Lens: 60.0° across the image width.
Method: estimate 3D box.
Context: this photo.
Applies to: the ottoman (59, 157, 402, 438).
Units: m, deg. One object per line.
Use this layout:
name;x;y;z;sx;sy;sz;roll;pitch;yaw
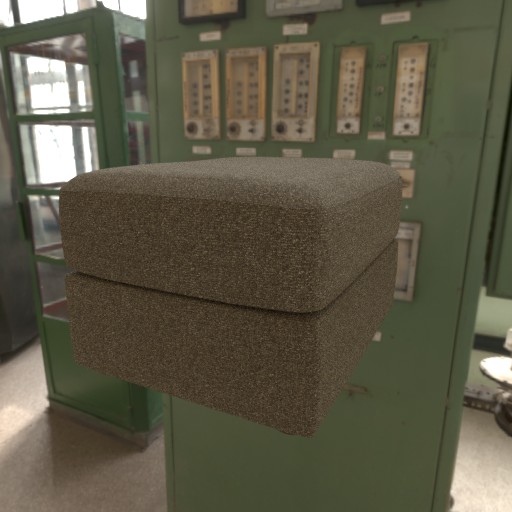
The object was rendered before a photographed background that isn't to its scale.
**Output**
ottoman;0.000;0.000;1.130;0.598;0.476;0.742;8;17;26
